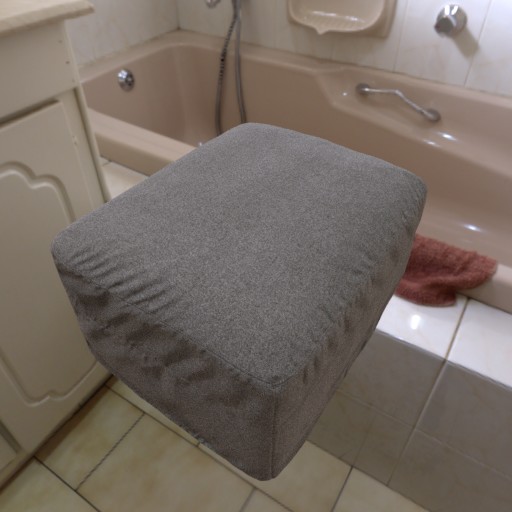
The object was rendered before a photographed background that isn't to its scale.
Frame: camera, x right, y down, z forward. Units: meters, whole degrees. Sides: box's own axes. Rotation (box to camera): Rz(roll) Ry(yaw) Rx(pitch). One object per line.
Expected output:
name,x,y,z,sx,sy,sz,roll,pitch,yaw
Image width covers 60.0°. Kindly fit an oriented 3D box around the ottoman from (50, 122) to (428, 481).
ottoman,0.000,0.000,1.227,0.683,0.481,0.837,25,47,25
